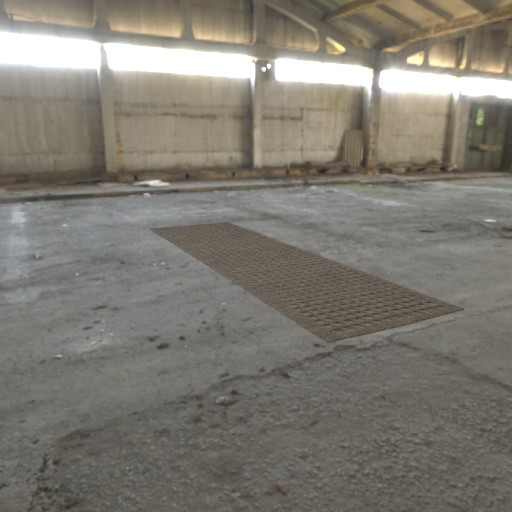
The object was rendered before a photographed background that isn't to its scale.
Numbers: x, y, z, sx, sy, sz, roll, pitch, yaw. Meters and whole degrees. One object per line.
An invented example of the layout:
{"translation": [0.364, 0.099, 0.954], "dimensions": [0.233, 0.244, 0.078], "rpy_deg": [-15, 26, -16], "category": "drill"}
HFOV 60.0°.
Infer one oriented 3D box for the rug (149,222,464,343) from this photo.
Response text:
{"translation": [0.000, 0.000, 2.739], "dimensions": [0.706, 0.009, 2.443], "rpy_deg": [-7, 16, -27], "category": "rug"}
